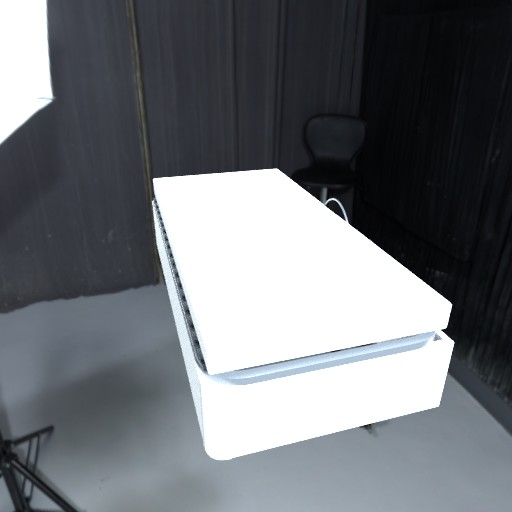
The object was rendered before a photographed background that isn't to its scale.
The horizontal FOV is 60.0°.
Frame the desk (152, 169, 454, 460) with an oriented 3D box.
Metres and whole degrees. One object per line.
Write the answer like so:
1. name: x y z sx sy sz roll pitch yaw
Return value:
1. desk: 0.000 0.000 2.290 0.900 0.526 1.900 -7 27 -15
